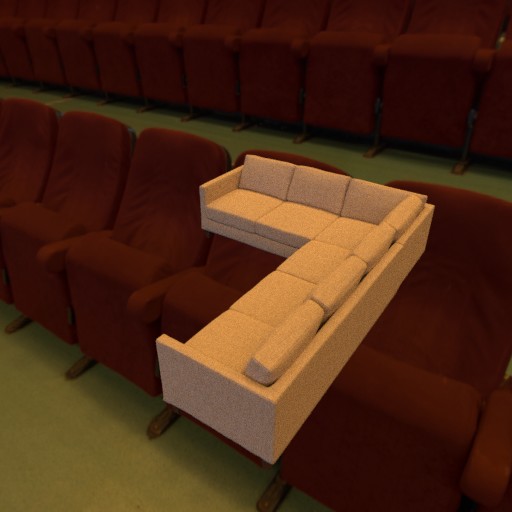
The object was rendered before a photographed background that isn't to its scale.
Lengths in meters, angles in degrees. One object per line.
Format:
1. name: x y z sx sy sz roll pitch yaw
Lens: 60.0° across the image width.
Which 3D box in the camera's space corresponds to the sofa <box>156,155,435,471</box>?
1. sofa: 0.000 0.000 4.258 2.432 0.863 3.182 20 36 29
